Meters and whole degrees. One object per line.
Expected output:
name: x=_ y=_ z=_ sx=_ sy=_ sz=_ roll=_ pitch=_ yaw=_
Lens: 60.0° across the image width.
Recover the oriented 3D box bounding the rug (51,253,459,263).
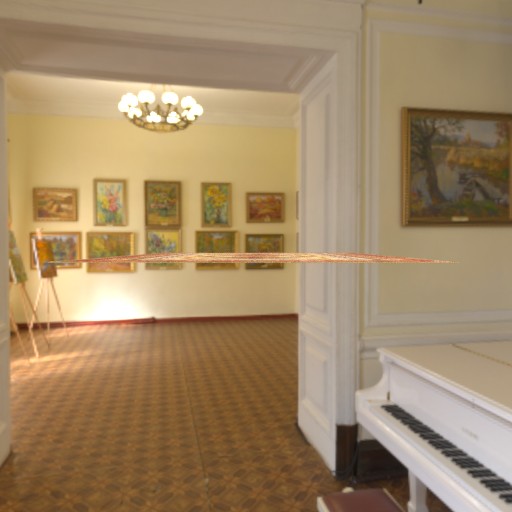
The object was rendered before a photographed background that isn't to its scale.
rug: x=0.000 y=0.000 z=4.168 sx=2.460 sy=0.005 sz=3.067 roll=0 pitch=1 yaw=1
